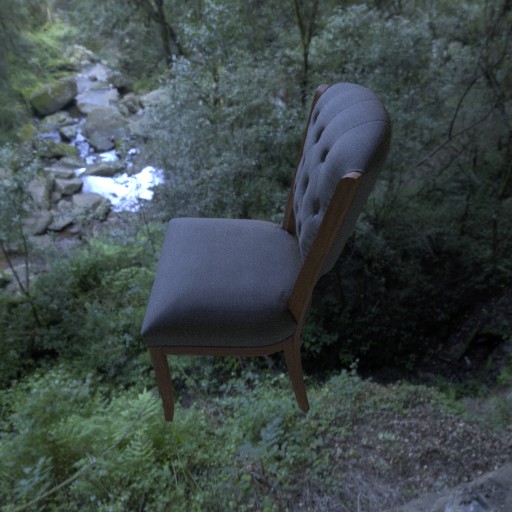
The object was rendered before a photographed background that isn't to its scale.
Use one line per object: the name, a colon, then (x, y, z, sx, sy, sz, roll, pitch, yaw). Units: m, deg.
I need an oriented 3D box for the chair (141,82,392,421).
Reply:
chair: (0.000, 0.000, 1.270, 0.584, 0.905, 0.513, 0, 40, 0)
